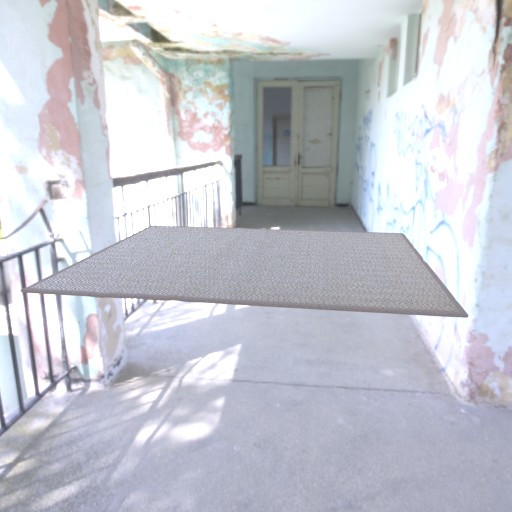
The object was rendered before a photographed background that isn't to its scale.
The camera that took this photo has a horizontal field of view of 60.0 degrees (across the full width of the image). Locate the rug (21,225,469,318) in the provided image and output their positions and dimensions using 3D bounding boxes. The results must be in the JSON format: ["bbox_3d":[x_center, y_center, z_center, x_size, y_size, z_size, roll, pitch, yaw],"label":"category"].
[{"bbox_3d":[0.000,0.000,4.076,3.007,0.032,2.434,2,15,9],"label":"rug"}]
